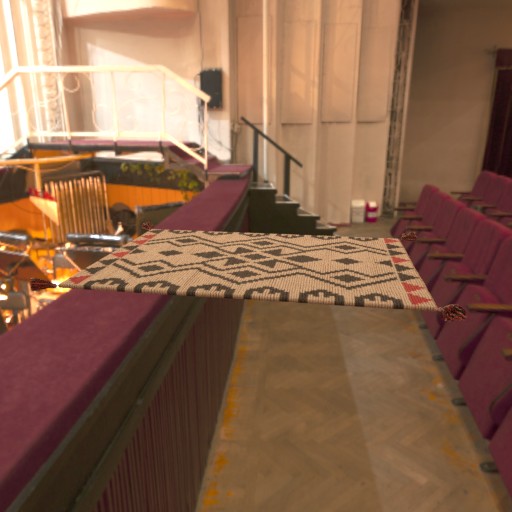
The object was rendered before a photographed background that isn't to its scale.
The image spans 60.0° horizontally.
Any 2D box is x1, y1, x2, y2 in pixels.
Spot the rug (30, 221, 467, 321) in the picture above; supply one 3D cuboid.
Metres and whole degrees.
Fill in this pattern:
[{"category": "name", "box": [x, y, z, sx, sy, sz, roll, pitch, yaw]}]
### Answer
[{"category": "rug", "box": [0.000, 0.000, 2.654, 2.069, 0.067, 1.444, 3, 17, 9]}]
